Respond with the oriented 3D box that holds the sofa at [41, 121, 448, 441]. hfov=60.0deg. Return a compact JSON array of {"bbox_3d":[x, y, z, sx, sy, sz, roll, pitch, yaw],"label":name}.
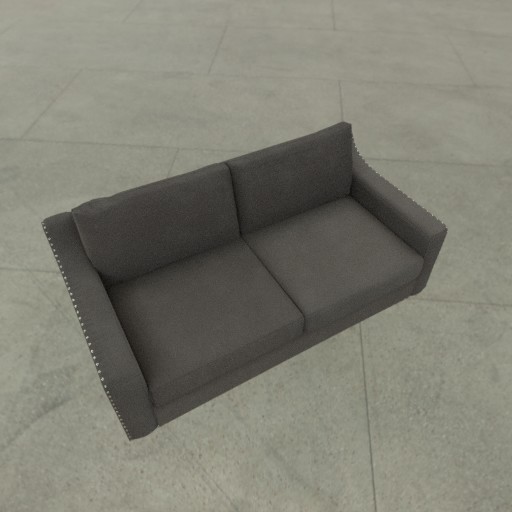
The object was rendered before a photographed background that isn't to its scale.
[{"bbox_3d":[0.000,0.000,3.270,2.550,1.196,1.336,-22,50,-20],"label":"sofa"}]
